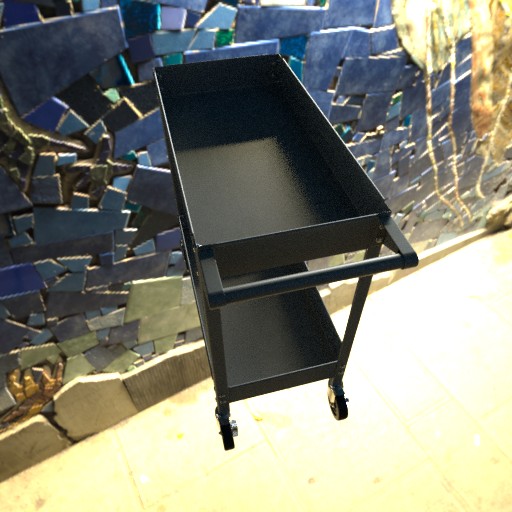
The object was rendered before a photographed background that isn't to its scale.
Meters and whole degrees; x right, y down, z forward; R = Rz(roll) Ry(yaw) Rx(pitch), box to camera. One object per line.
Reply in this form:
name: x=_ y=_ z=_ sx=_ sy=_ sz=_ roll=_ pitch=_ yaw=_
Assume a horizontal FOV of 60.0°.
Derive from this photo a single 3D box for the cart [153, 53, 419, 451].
cart: x=0.000 y=0.000 z=1.168 sx=0.366 sy=0.719 sz=0.779 roll=-11 pitch=48 yaw=-10
